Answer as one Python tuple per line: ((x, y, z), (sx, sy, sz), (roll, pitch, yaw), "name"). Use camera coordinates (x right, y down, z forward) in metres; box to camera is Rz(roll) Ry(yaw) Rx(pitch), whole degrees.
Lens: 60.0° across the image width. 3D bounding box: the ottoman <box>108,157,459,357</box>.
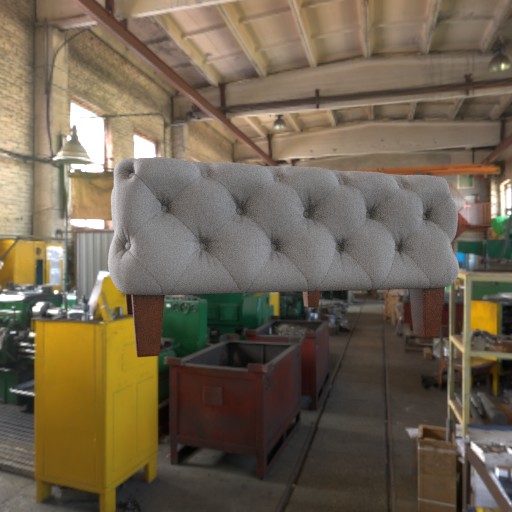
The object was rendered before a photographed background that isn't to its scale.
((0.000, 0.000, 1.208), (0.758, 0.365, 0.764), (0, 0, -18), "ottoman")
